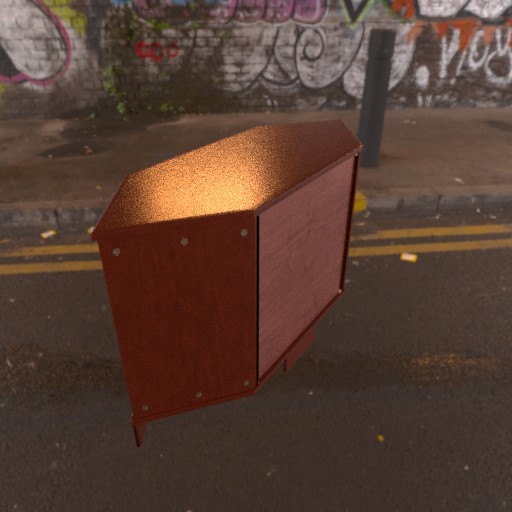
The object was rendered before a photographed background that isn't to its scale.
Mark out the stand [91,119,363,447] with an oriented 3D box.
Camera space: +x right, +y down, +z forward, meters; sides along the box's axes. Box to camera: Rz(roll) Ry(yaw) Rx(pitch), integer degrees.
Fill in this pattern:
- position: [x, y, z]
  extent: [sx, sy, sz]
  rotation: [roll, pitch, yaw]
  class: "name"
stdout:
- position: [0.000, 0.000, 1.350]
  extent: [0.381, 0.614, 1.072]
  rotation: [19, 35, 29]
  class: "stand"
